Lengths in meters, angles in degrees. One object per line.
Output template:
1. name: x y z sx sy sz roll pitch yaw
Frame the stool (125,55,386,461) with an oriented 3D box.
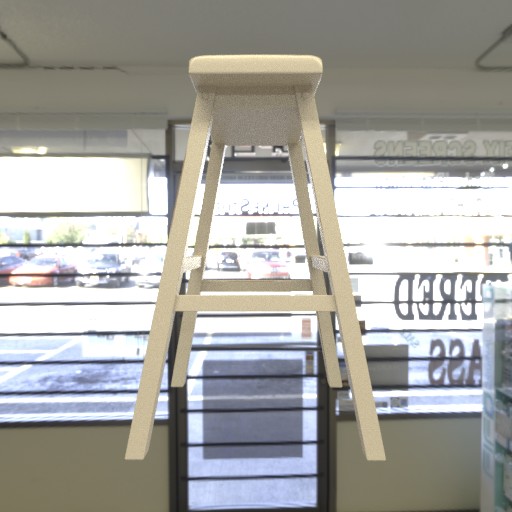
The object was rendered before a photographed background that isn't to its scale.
1. stool: 0.000 0.000 1.028 0.476 0.737 0.457 0 1 0
